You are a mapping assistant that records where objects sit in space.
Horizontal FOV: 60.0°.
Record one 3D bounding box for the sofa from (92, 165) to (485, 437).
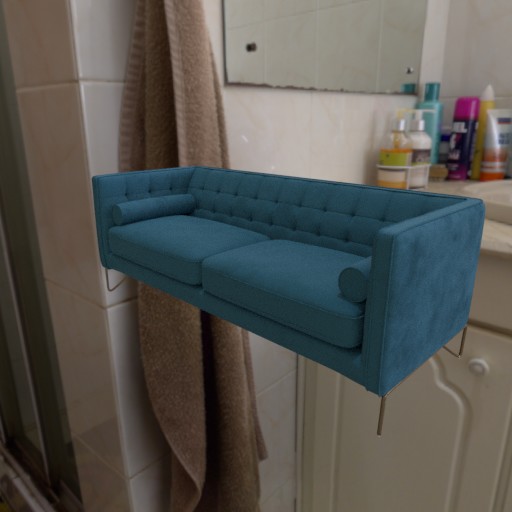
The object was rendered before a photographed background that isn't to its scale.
[{"bbox_3d":[0.000,0.000,2.459,2.087,0.789,0.867,16,24,42],"label":"sofa"}]
